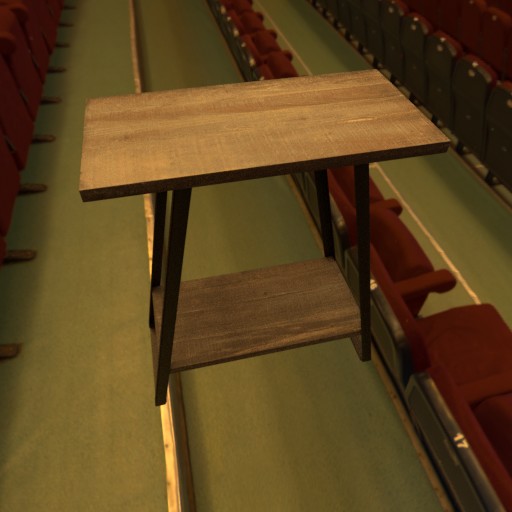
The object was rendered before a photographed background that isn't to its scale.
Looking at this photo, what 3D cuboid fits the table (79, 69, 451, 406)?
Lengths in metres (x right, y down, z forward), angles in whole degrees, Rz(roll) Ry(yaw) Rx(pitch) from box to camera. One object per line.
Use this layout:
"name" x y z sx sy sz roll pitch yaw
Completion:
"table" 0.000 0.000 1.042 0.599 0.701 0.300 -9 46 -9
